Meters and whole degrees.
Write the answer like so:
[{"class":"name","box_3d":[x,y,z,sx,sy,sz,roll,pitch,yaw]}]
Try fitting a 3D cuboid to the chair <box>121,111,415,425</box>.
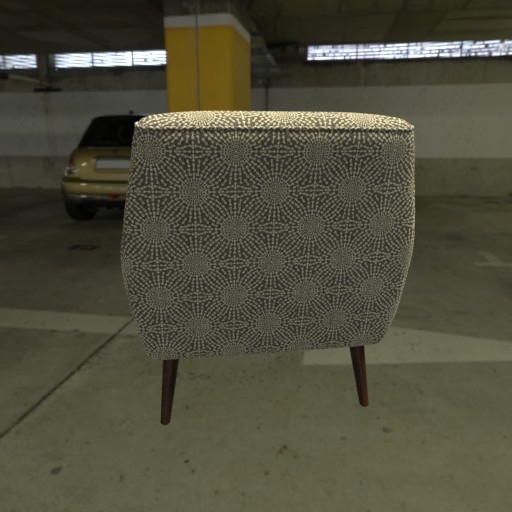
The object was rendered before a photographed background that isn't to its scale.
[{"class":"chair","box_3d":[0.000,0.000,1.416,0.762,0.838,0.787,-2,15,-8]}]
